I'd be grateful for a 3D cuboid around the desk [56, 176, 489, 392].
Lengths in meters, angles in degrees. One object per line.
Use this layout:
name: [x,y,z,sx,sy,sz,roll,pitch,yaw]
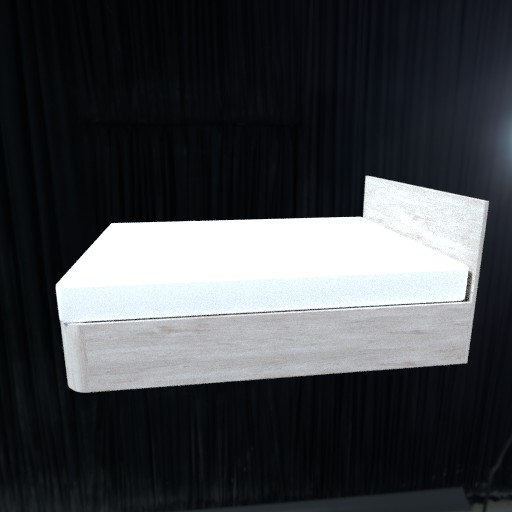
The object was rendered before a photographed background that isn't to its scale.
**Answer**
desk: [0.000,0.000,2.620,1.900,0.800,1.400,-2,15,-8]
